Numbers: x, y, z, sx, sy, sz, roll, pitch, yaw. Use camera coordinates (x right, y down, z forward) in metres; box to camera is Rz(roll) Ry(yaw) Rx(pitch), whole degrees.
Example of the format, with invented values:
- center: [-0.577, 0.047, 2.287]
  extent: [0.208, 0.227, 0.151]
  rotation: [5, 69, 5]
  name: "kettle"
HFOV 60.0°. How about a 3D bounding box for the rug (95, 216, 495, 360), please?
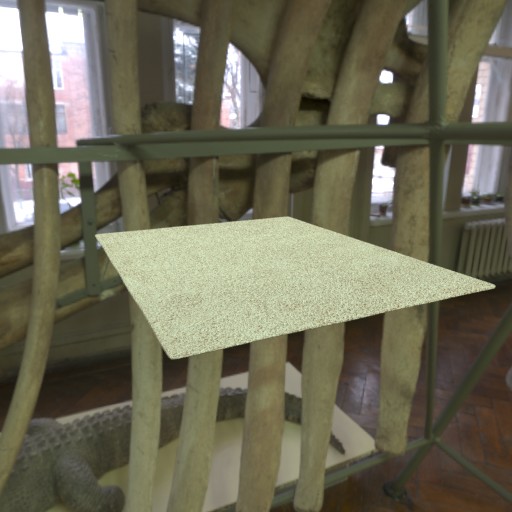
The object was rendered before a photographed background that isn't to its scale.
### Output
- center: [0.000, 0.000, 4.039]
  extent: [2.438, 0.029, 3.047]
  rotation: [-7, 17, -25]
  name: "rug"
